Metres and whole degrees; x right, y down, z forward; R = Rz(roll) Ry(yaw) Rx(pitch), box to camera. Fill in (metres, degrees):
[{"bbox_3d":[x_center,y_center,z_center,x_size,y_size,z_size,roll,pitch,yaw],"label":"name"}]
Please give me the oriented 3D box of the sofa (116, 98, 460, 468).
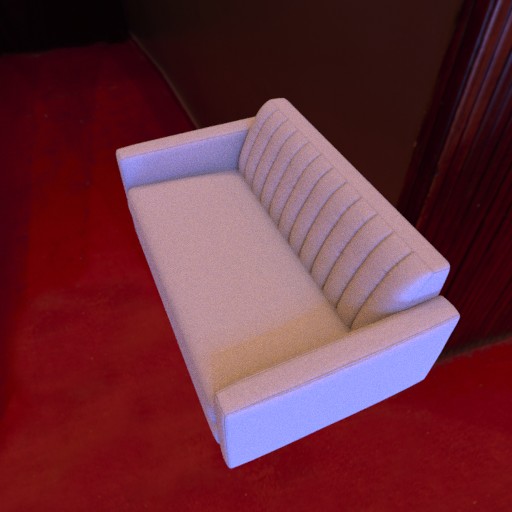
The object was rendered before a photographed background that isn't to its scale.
[{"bbox_3d":[0.000,0.000,2.130,0.950,0.801,1.585,-18,50,-16],"label":"sofa"}]
